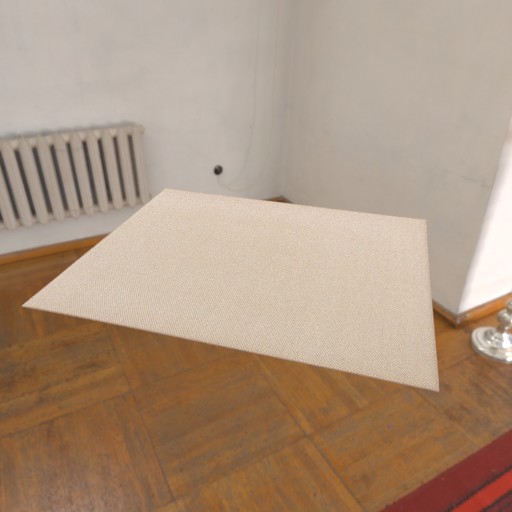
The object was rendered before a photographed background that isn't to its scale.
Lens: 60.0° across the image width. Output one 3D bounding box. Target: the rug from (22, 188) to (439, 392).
[{"bbox_3d":[0.000,0.000,4.053,3.039,0.018,2.462,9,32,14],"label":"rug"}]
